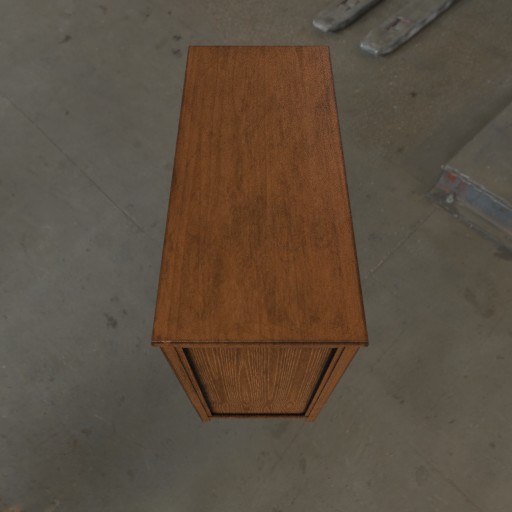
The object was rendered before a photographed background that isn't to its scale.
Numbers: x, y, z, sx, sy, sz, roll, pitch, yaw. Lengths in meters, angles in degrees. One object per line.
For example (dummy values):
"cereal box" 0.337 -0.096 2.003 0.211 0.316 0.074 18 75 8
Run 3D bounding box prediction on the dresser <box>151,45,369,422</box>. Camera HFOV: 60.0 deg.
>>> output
"dresser" 0.000 0.000 1.992 0.591 1.224 1.250 0 59 0
